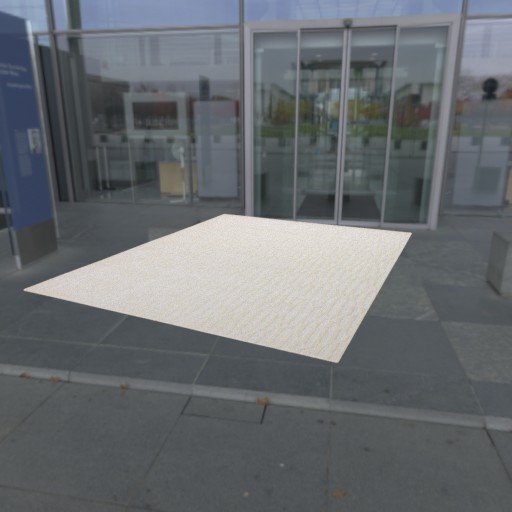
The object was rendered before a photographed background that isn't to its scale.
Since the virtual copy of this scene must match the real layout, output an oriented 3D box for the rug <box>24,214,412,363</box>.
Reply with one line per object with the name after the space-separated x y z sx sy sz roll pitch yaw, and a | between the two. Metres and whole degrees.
0.000 0.000 4.139 2.410 0.021 3.055 8 19 24 | rug
